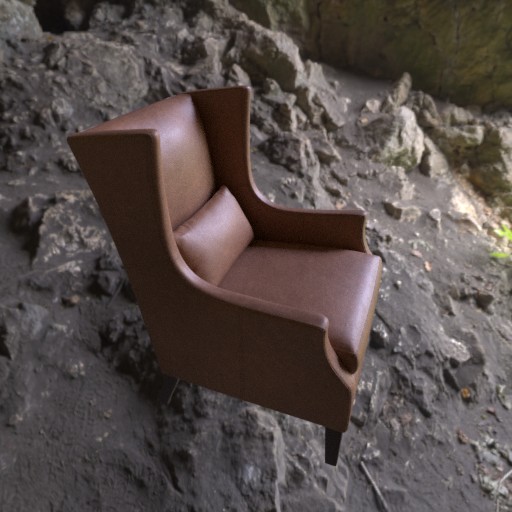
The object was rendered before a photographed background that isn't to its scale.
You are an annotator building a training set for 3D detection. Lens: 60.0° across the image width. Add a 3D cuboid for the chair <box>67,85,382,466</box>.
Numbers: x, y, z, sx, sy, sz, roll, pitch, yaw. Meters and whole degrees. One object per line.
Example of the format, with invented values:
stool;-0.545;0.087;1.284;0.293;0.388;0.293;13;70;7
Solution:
chair;0.000;0.000;1.674;0.913;1.088;0.815;11;33;17
